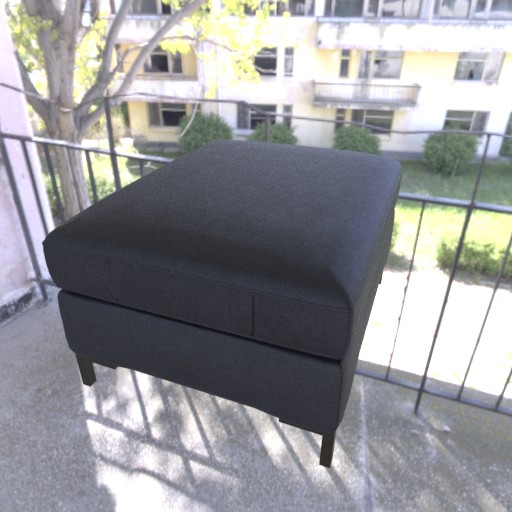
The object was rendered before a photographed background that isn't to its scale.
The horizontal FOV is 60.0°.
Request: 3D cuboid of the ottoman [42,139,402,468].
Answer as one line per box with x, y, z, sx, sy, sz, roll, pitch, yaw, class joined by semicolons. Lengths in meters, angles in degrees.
0.000;0.000;1.786;0.967;0.696;1.187;11;31;19;ottoman
